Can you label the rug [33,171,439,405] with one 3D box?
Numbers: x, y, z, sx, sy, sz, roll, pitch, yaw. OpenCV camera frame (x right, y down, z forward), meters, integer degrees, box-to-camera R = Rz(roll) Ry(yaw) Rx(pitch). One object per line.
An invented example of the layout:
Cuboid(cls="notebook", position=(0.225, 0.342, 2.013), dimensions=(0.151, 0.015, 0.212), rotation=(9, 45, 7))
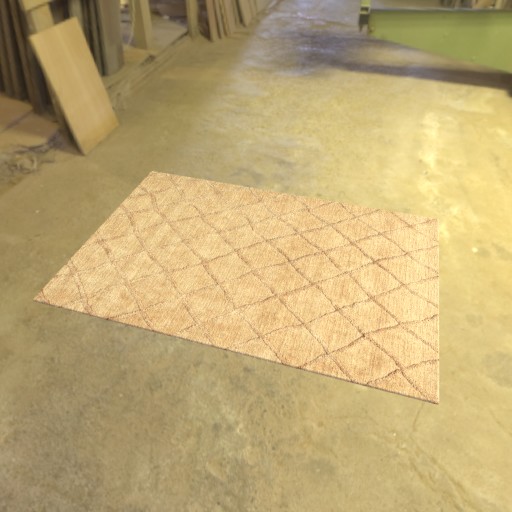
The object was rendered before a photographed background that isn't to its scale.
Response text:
Cuboid(cls="rug", position=(0.000, 0.000, 2.910), dimensions=(2.292, 0.014, 1.528), rotation=(11, 43, 13))
